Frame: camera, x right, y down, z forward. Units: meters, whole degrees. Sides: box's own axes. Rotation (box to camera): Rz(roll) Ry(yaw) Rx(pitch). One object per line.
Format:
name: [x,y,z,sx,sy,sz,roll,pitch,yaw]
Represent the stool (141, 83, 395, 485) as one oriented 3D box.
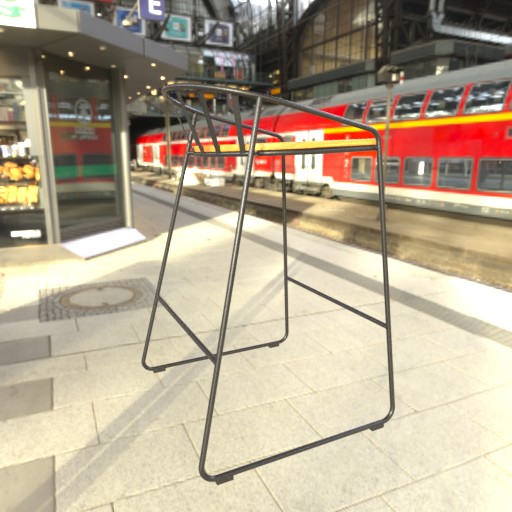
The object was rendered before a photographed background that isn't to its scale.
stool: [0.000,0.000,1.157,0.521,0.812,0.546,-6,15,-26]
